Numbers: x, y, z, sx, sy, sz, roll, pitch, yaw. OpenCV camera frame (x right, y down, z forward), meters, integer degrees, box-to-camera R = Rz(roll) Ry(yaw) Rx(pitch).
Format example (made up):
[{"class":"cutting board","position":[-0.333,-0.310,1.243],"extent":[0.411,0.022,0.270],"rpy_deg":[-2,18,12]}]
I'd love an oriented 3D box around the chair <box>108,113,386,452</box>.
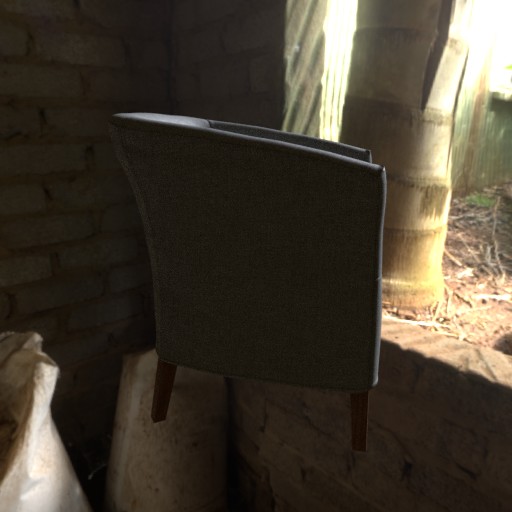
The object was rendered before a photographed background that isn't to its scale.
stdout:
[{"class":"chair","position":[0.000,0.000,1.253],"extent":[0.668,0.771,0.600],"rpy_deg":[3,17,11]}]
